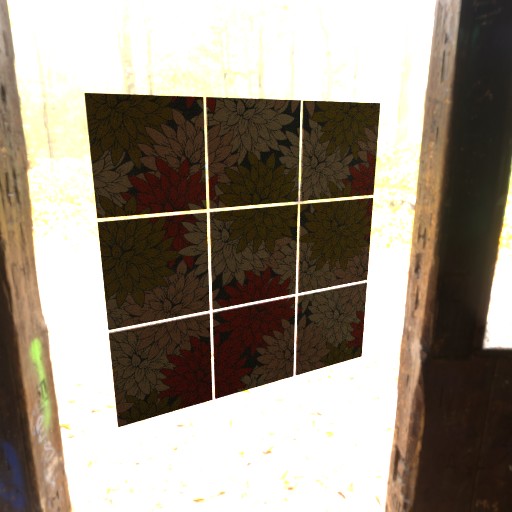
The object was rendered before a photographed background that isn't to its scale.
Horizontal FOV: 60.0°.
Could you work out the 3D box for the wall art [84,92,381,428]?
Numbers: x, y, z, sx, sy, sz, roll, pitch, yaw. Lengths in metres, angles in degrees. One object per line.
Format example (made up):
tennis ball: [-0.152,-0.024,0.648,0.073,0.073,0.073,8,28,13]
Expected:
wall art: [0.000,0.000,1.816,1.206,1.218,0.013,-8,18,-26]
